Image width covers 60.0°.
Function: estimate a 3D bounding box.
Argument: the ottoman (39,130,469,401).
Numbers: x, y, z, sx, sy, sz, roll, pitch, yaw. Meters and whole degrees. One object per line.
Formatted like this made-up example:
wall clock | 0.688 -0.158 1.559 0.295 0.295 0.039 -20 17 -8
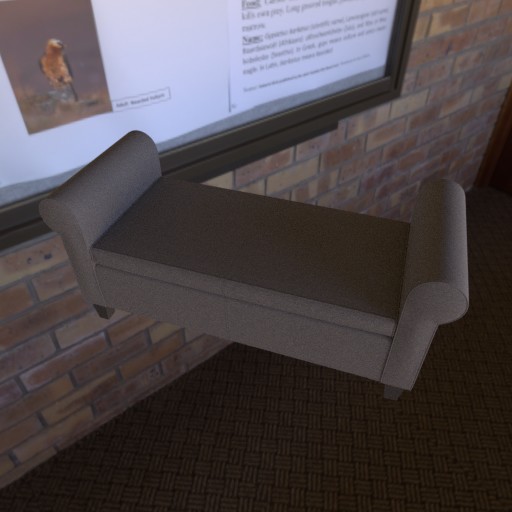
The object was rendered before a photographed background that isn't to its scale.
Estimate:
ottoman | 0.000 0.000 1.542 1.256 0.547 0.521 12 42 14
